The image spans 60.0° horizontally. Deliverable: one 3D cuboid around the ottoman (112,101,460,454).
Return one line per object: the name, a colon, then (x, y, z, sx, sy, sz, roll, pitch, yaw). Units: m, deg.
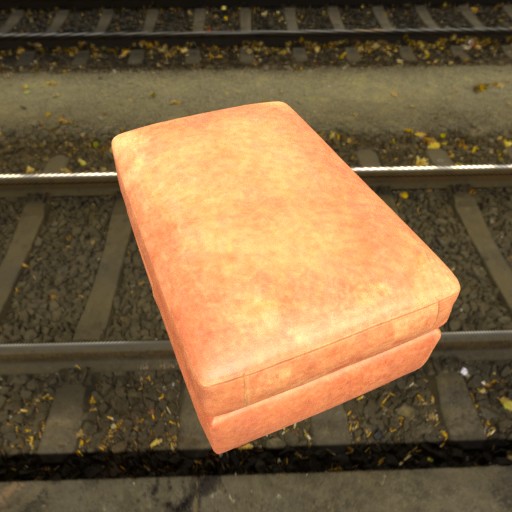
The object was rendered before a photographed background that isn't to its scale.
ottoman: (0.000, 0.000, 1.174, 0.565, 0.507, 0.852, -17, 49, -16)
